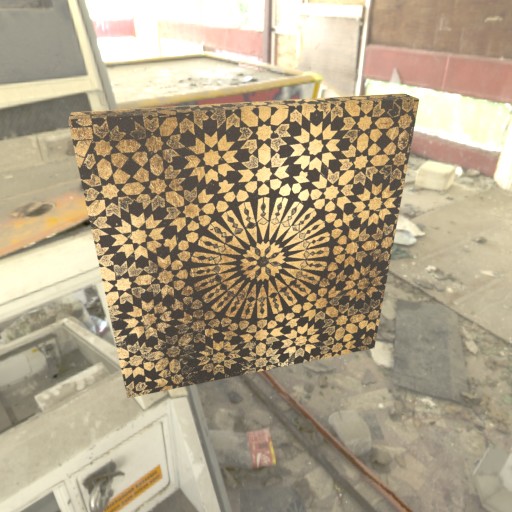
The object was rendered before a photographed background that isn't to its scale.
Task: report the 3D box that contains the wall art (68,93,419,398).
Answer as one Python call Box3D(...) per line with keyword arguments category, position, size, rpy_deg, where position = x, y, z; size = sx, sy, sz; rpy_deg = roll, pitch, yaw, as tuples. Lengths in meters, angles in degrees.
Box3D(category="wall art", position=(0.000, 0.000, 0.614), size=(0.405, 0.405, 0.038), rpy_deg=(-8, 32, -13))
